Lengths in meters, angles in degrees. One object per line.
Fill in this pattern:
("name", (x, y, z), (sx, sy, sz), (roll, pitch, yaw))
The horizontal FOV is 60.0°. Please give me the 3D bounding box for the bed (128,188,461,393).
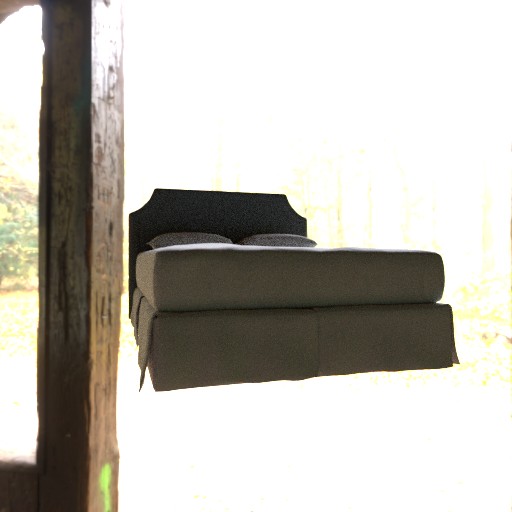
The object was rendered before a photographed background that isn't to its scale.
("bed", (0.000, 0.000, 3.340), (1.811, 1.296, 2.259), (0, 0, -17))
